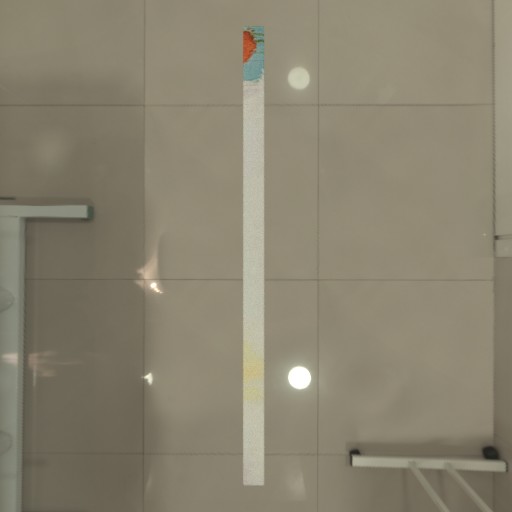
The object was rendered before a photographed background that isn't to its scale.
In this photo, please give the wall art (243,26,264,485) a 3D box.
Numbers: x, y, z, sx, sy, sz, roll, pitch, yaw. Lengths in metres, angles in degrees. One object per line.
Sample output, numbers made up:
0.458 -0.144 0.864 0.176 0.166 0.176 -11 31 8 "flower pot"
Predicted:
0.000 0.000 1.190 0.037 0.814 0.814 0 90 1 "wall art"
